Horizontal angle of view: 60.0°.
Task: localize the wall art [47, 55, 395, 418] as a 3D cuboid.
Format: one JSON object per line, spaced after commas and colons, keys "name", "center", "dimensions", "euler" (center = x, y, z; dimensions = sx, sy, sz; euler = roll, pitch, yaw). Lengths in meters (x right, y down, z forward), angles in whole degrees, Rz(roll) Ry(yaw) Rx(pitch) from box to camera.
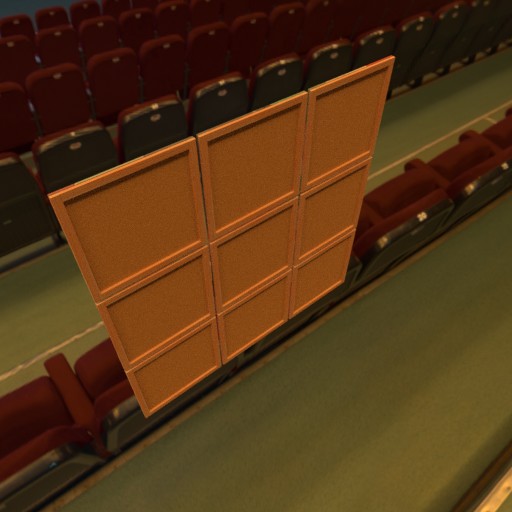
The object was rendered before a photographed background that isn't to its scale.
{"name": "wall art", "center": [0.000, 0.000, 1.288], "dimensions": [0.911, 0.910, 0.012], "euler": [-30, 54, -25]}
